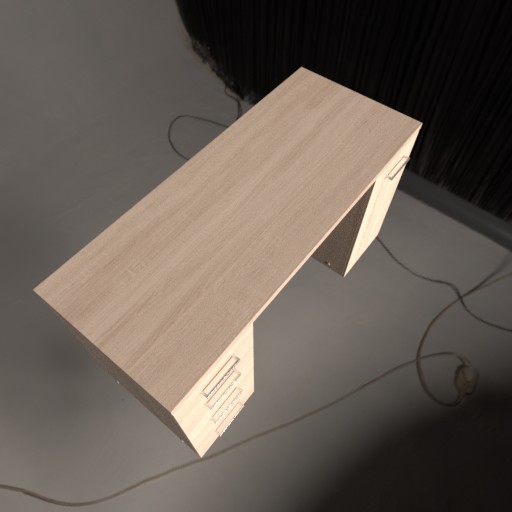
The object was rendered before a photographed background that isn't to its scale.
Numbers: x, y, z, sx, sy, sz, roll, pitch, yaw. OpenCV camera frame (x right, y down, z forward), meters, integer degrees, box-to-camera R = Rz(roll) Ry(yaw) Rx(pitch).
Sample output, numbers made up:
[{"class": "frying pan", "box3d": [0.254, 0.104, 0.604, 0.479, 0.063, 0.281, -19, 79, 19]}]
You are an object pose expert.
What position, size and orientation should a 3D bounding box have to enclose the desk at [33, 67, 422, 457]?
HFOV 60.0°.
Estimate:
[{"class": "desk", "box3d": [0.000, 0.000, 1.823, 0.600, 0.740, 1.390, 34, 63, 20]}]
